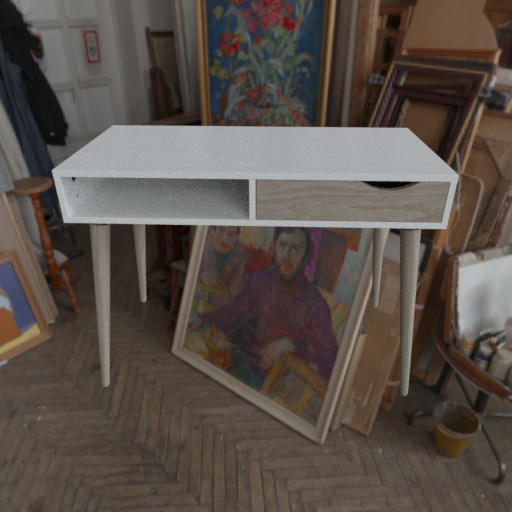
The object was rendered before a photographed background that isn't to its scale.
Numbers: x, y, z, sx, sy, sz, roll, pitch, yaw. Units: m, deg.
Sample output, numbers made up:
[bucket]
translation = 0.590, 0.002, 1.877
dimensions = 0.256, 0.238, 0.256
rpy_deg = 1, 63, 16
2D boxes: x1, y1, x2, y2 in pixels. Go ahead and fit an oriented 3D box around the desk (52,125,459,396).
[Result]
[desk]
translation = 0.000, 0.000, 1.446
dimensions = 0.979, 0.723, 0.491
rpy_deg = 1, 29, 2
